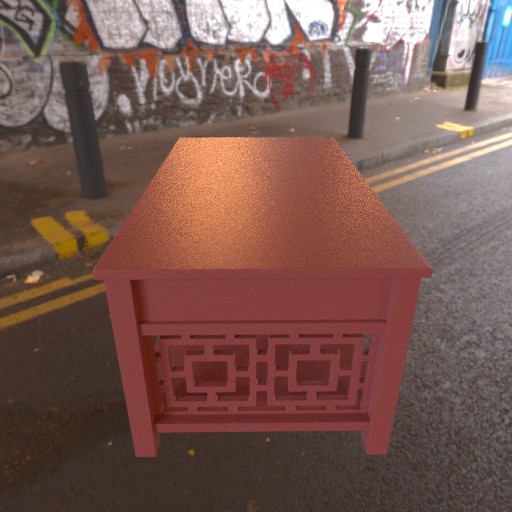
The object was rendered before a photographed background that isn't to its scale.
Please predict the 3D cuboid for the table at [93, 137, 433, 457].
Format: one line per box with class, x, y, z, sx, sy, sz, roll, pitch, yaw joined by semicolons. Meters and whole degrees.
table;0.000;0.000;1.366;0.612;0.493;1.068;0;27;-1
